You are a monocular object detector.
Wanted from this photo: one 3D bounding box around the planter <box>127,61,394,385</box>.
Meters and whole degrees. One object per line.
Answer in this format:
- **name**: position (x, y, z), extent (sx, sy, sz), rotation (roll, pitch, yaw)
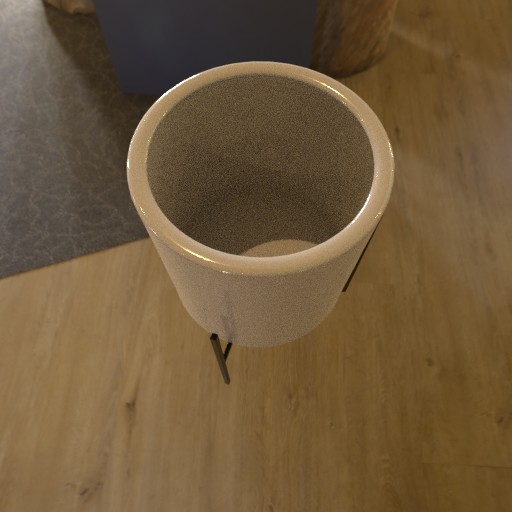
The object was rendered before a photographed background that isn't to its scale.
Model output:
- **planter**: position (0.000, 0.000, 0.650), extent (0.307, 0.431, 0.308), rotation (17, 65, 8)
